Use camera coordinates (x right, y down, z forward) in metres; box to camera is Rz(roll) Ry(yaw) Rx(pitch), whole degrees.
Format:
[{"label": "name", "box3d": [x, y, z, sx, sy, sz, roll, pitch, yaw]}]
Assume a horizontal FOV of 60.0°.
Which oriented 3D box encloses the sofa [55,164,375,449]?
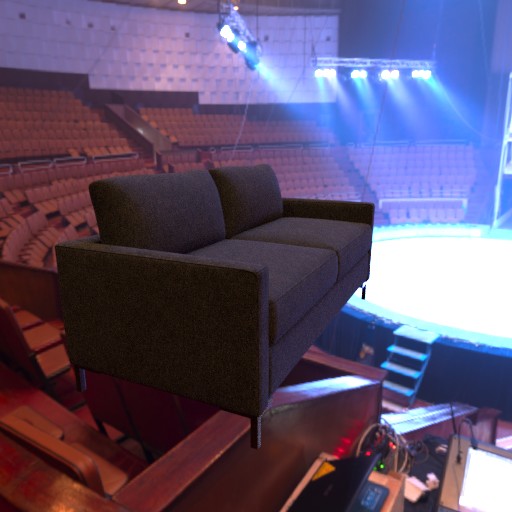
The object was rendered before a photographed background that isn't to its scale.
[{"label": "sofa", "box3d": [0.000, 0.000, 2.241, 0.866, 0.862, 1.716, 7, 16, 25]}]
